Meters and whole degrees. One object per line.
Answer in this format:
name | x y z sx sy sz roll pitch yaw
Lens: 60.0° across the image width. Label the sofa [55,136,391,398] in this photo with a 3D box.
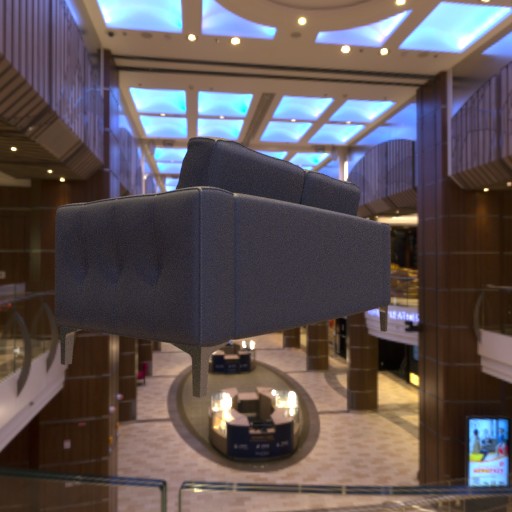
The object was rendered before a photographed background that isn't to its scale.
sofa | 0.000 0.000 2.249 0.833 0.893 1.726 -1 -1 36
